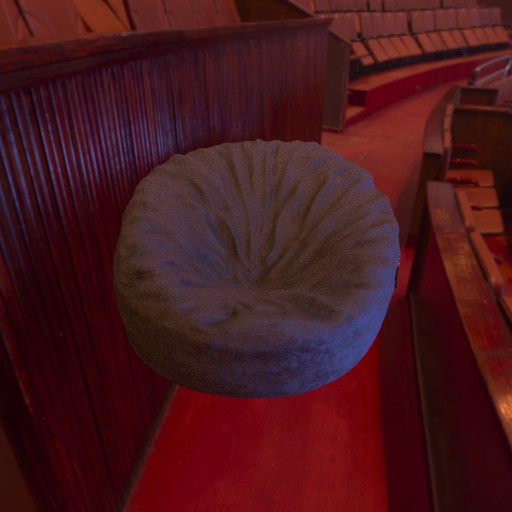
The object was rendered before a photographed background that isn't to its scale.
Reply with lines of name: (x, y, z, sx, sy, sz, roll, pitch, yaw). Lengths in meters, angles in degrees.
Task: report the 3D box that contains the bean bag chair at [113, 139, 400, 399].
bean bag chair: (0.000, 0.000, 2.025, 1.245, 0.821, 1.245, 0, 30, 0)
